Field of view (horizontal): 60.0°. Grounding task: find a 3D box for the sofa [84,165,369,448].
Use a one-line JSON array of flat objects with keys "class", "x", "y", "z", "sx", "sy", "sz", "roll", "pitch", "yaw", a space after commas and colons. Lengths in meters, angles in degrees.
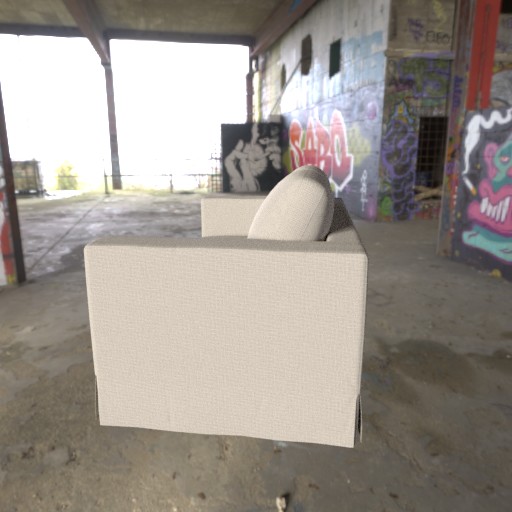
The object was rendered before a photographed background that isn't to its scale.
[{"class": "sofa", "x": 0.000, "y": 0.000, "z": 2.389, "sx": 1.009, "sy": 0.932, "sz": 1.813, "roll": 2, "pitch": 13, "yaw": 8}]
